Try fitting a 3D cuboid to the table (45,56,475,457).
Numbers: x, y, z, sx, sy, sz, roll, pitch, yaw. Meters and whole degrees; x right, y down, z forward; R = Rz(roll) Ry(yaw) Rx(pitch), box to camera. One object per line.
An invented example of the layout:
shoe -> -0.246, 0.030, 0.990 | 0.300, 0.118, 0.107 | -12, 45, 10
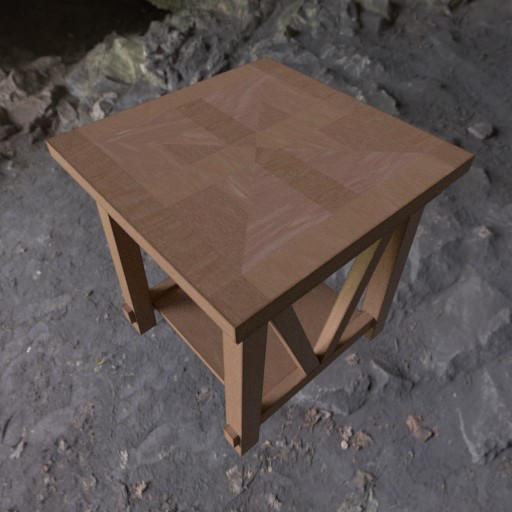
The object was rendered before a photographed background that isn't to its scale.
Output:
table -> 0.000, 0.000, 1.121 | 0.612, 0.638, 0.610 | -33, 55, -27
